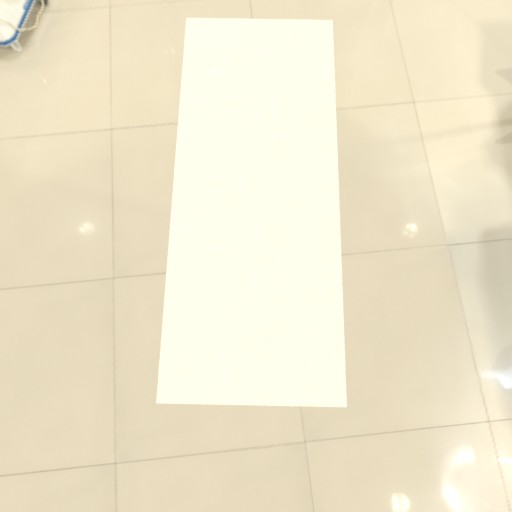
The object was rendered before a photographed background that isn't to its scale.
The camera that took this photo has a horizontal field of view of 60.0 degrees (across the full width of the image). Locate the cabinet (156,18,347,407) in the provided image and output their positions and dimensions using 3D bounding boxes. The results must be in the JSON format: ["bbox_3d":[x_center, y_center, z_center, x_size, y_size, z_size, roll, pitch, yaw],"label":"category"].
[{"bbox_3d":[0.000,0.000,1.639,0.400,1.190,1.000,1,74,0],"label":"cabinet"}]
